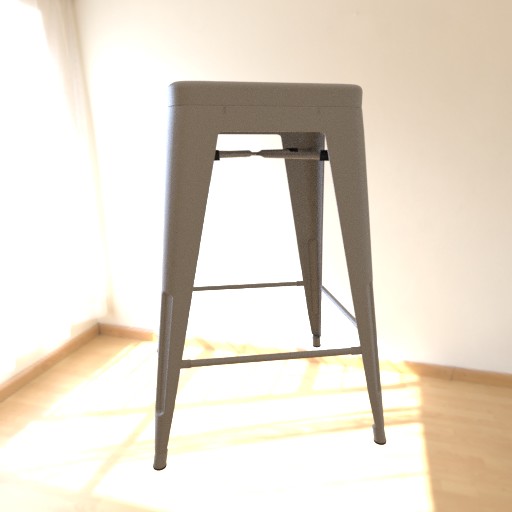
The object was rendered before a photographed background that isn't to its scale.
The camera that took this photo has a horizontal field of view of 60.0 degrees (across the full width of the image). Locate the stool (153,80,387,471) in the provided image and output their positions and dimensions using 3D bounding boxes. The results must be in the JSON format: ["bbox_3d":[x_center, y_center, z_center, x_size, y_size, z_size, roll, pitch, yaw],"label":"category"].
[{"bbox_3d":[0.000,0.000,0.873,0.410,0.608,0.410,-2,15,-9],"label":"stool"}]
